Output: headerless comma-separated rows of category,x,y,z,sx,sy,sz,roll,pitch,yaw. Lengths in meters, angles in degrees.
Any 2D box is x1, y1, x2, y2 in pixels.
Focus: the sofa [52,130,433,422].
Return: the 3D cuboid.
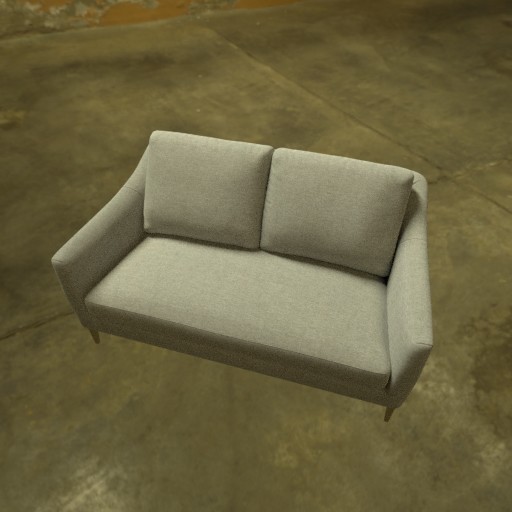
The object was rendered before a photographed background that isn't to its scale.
sofa,0.000,0.000,2.194,1.619,0.904,0.960,11,42,13
